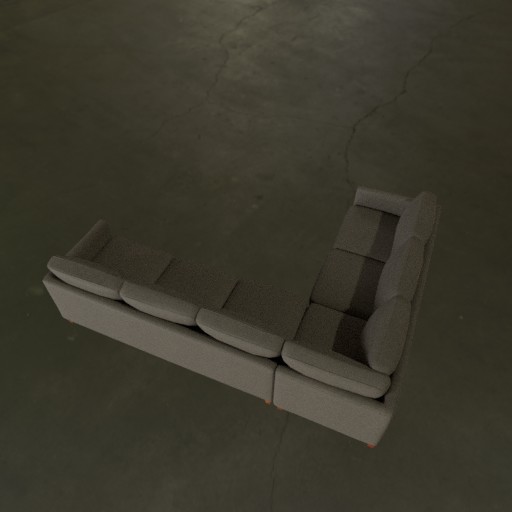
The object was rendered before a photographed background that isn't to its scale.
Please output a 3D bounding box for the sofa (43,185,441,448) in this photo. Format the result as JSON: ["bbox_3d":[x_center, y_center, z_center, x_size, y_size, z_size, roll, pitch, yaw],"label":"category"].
[{"bbox_3d":[0.000,0.000,4.616,3.302,0.947,2.593,18,50,15],"label":"sofa"}]
